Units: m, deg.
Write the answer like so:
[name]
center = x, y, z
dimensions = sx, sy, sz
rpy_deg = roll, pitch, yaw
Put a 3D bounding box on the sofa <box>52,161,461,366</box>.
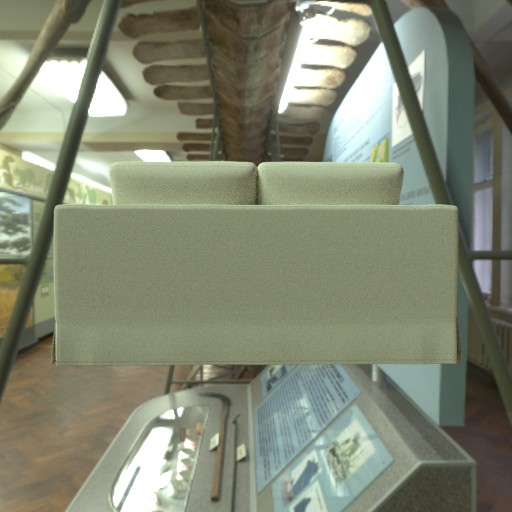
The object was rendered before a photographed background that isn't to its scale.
[sofa]
center = 0.000, 0.000, 2.429
dimensions = 1.813, 0.932, 1.009
rpy_deg = 0, 1, -1
